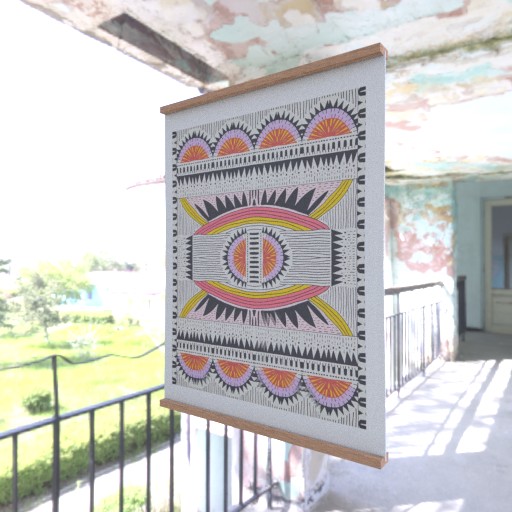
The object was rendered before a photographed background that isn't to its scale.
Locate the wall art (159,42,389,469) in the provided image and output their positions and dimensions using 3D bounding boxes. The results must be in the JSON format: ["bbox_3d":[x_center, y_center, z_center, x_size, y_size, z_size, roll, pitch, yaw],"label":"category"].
[{"bbox_3d":[0.000,0.000,0.676,0.403,0.527,0.028,0,0,36],"label":"wall art"}]
